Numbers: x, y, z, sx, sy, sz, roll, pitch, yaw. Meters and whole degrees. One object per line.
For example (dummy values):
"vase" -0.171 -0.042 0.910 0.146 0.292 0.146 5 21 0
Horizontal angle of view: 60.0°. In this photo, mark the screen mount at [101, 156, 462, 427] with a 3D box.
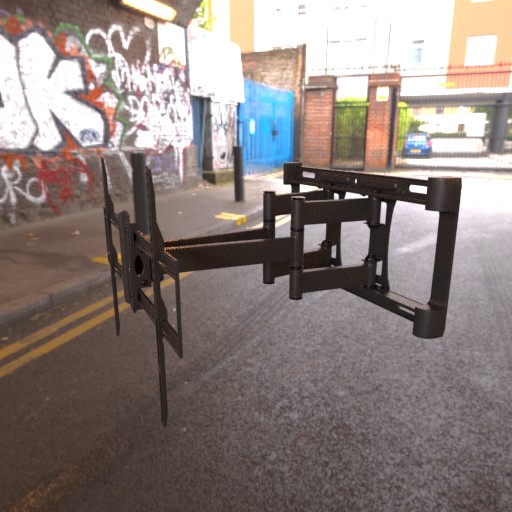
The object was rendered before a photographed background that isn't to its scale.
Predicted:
"screen mount" 0.000 0.000 1.120 0.644 0.491 0.661 -8 17 -27
